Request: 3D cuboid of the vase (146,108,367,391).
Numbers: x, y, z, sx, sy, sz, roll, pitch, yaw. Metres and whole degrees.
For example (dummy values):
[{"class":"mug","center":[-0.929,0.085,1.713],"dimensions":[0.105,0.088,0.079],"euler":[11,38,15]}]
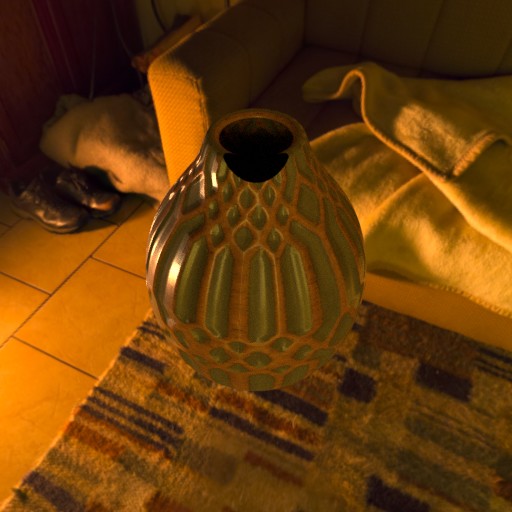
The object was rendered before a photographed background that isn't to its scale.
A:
[{"class":"vase","center":[0.000,0.000,0.138],"dimensions":[0.069,0.088,0.069],"euler":[0,48,0]}]
